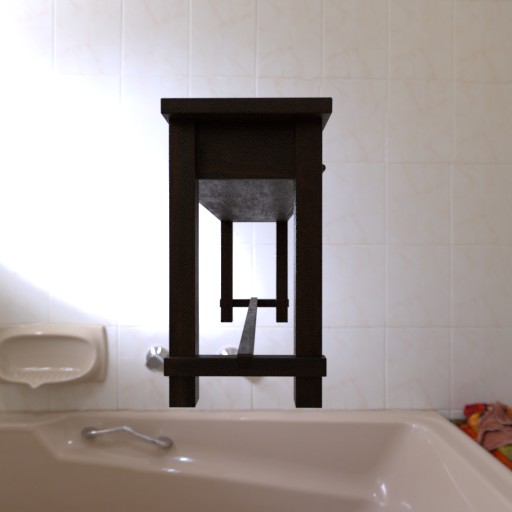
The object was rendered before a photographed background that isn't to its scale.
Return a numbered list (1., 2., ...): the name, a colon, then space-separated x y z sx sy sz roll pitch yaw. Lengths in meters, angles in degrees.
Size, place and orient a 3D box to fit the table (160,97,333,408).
1. table: 0.000 0.000 1.859 0.442 0.762 1.599 0 0 1
